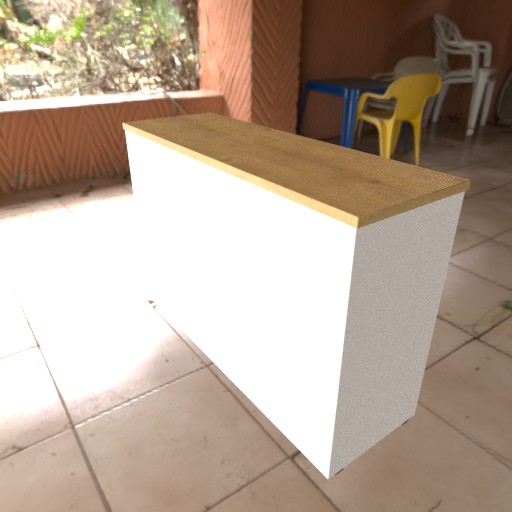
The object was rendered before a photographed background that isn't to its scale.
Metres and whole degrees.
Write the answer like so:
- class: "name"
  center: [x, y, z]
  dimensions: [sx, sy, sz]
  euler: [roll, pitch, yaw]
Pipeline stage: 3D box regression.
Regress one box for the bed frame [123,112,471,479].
- class: "bed frame"
  center: [0.000, 0.000, 1.698]
  dimensions: [0.430, 0.850, 1.300]
  euler: [-19, 33, -32]
